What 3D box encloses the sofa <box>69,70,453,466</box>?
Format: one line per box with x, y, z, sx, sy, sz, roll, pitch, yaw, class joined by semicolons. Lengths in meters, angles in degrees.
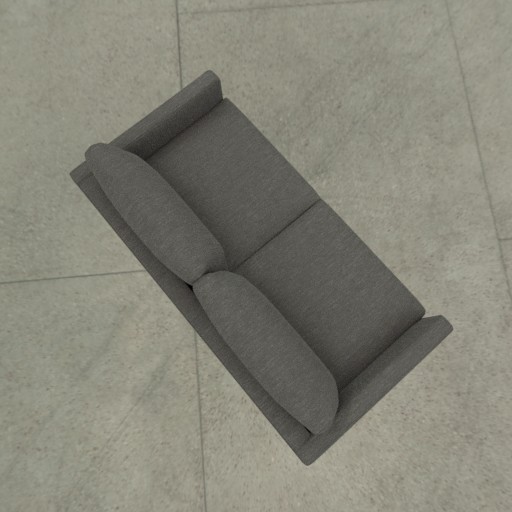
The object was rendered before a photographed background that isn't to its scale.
0.000;0.000;2.158;0.875;0.840;1.682;-40;80;-8;sofa
